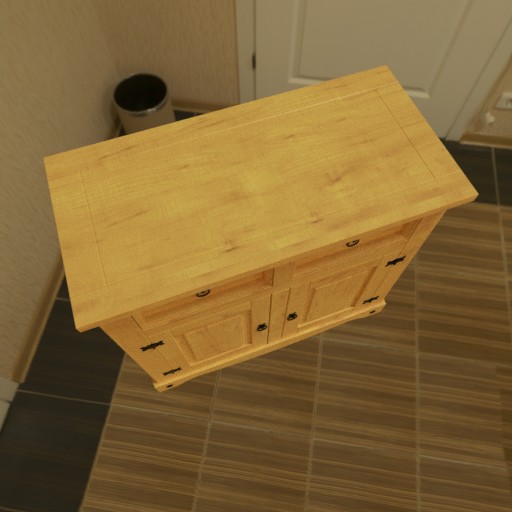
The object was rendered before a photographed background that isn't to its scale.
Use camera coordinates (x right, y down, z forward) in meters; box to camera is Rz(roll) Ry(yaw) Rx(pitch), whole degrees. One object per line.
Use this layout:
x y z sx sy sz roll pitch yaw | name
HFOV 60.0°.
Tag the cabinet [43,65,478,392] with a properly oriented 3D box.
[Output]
0.000 0.000 1.411 0.920 0.840 0.450 -18 65 -9 | cabinet
